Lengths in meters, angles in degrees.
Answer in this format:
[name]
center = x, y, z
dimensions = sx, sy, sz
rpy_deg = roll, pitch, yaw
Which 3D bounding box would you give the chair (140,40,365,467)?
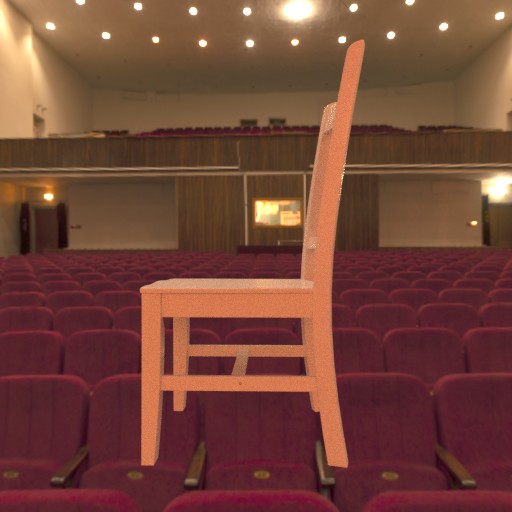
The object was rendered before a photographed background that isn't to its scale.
[chair]
center = 0.000, 0.000, 1.251
dimensions = 0.555, 0.998, 0.450
rpy_deg = 0, 0, 1
